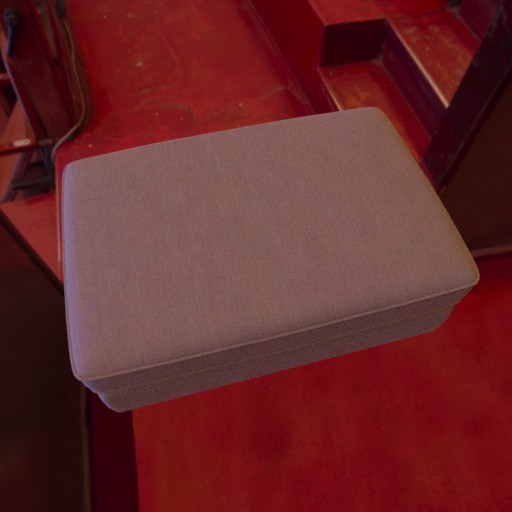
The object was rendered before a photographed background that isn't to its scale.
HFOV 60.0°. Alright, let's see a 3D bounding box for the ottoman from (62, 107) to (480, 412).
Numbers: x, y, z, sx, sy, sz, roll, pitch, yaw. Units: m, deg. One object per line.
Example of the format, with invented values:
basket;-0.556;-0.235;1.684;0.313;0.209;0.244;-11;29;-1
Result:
ottoman;0.000;0.000;1.262;0.941;0.480;0.636;-13;59;-8
